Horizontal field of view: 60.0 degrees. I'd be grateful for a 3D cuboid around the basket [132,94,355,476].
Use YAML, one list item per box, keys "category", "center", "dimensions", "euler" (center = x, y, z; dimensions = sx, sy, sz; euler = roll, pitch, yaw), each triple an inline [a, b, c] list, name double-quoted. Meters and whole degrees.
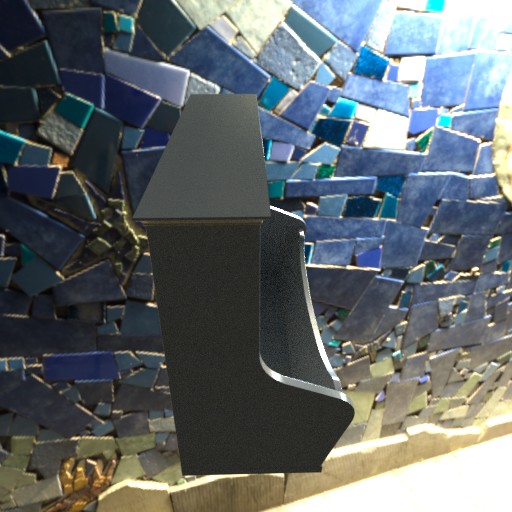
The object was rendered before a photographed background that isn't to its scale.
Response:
- category: "basket"
  center: [0.000, 0.000, 1.080]
  dimensions: [0.350, 0.600, 0.780]
  euler: [-1, 31, -1]
